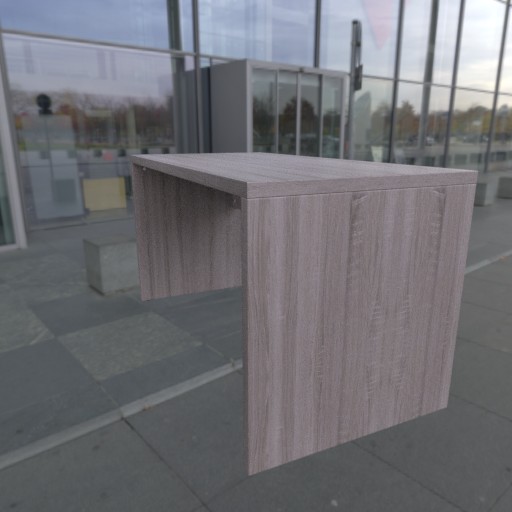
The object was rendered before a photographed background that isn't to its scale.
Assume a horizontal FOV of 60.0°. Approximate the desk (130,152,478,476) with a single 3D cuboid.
[{"bbox_3d":[0.000,0.000,1.768,0.690,0.745,1.380,-7,17,-24],"label":"desk"}]
